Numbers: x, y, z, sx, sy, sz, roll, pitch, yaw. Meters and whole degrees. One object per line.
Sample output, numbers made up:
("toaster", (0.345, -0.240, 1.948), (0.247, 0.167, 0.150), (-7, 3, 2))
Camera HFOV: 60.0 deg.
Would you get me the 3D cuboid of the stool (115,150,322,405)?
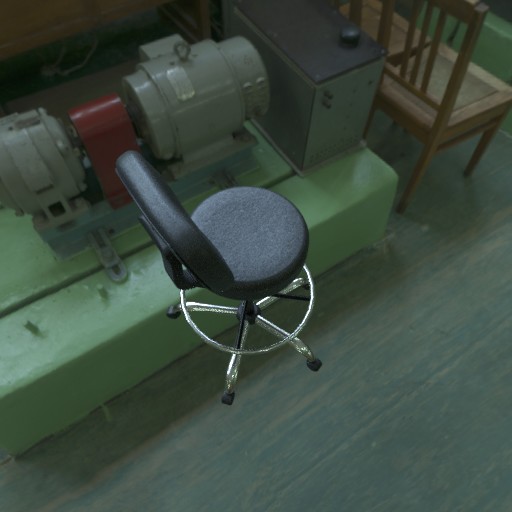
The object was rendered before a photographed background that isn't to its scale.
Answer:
("stool", (0.000, 0.000, 1.549), (0.658, 1.069, 0.694), (-30, 62, -18))
